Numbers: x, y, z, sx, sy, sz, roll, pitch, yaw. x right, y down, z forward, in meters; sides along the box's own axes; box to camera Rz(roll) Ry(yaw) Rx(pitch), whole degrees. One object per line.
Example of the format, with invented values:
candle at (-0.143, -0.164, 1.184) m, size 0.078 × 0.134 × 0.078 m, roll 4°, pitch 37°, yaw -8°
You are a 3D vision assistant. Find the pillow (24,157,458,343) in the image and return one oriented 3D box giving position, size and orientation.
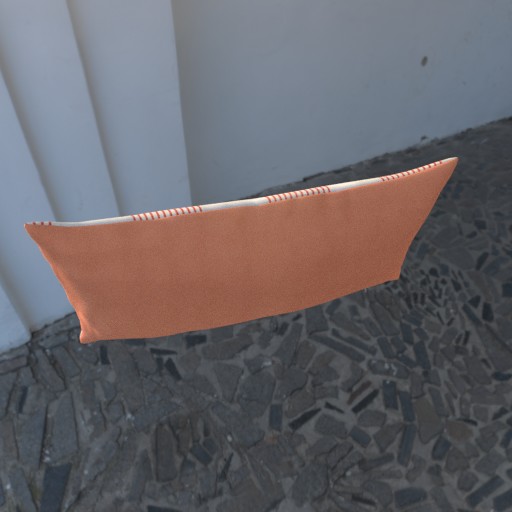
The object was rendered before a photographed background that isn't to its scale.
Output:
pillow at (0.000, 0.000, 0.712) m, size 0.608 × 0.292 × 0.156 m, roll -10°, pitch 41°, yaw -12°
